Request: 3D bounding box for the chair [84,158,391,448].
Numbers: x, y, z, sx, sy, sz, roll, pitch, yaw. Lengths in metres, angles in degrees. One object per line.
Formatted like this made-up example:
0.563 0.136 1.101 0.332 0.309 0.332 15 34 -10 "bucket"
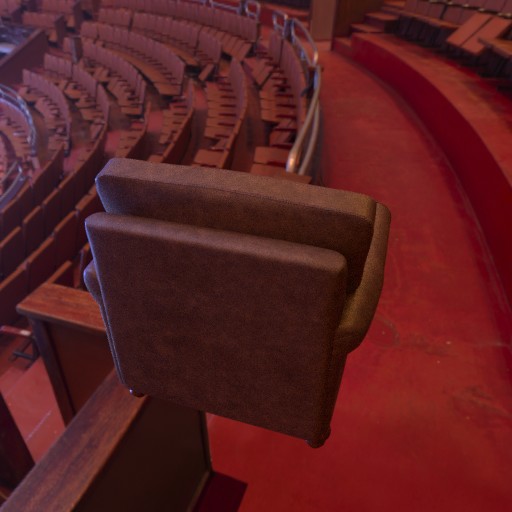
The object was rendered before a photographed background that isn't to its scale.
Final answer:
0.000 0.000 1.776 0.996 0.976 1.002 10 34 15 "chair"
